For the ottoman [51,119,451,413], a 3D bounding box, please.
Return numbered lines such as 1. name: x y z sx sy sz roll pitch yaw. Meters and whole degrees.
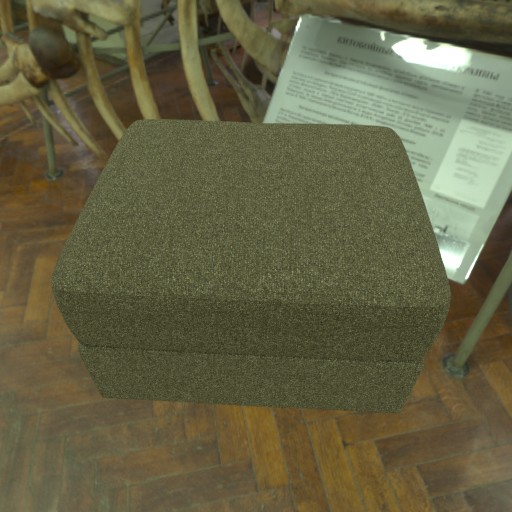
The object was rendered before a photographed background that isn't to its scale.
1. ottoman: 0.000 0.000 1.089 0.742 0.476 0.598 2 45 2
